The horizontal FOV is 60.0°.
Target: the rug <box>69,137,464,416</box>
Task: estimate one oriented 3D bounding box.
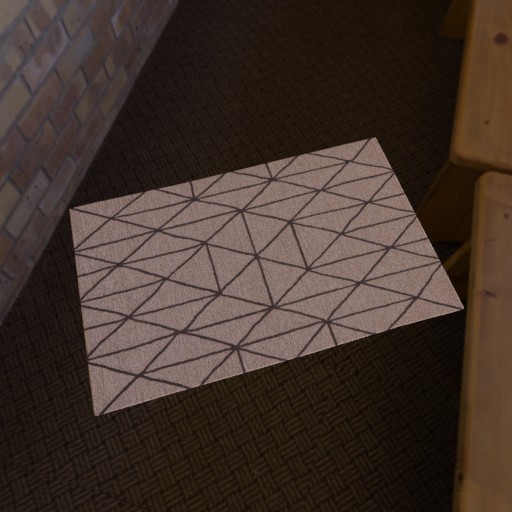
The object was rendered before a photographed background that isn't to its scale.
[{"bbox_3d":[0.000,0.000,3.142,2.465,0.008,1.526,-15,65,-7],"label":"rug"}]
